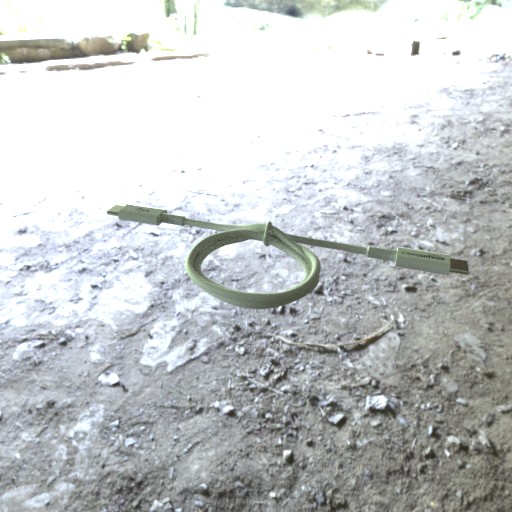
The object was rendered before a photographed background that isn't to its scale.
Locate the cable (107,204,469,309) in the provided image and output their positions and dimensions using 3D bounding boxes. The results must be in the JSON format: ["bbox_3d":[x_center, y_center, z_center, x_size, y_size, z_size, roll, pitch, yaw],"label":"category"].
[{"bbox_3d":[0.000,0.000,0.222,0.203,0.014,0.070,10,35,15],"label":"cable"}]
